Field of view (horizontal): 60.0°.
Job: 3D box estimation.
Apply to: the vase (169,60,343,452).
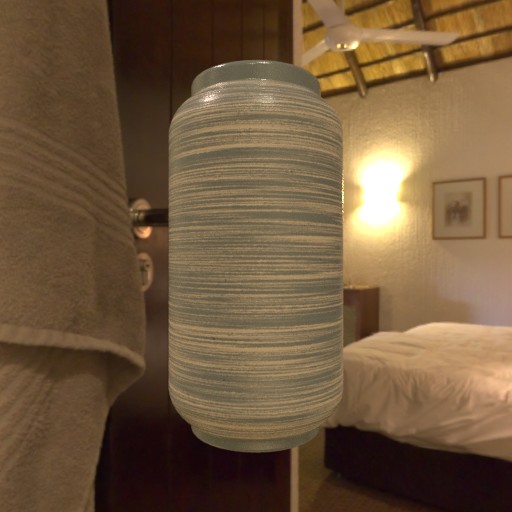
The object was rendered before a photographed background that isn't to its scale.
[{"bbox_3d":[0.000,0.000,0.301,0.116,0.230,0.116,0,0,0],"label":"vase"}]
